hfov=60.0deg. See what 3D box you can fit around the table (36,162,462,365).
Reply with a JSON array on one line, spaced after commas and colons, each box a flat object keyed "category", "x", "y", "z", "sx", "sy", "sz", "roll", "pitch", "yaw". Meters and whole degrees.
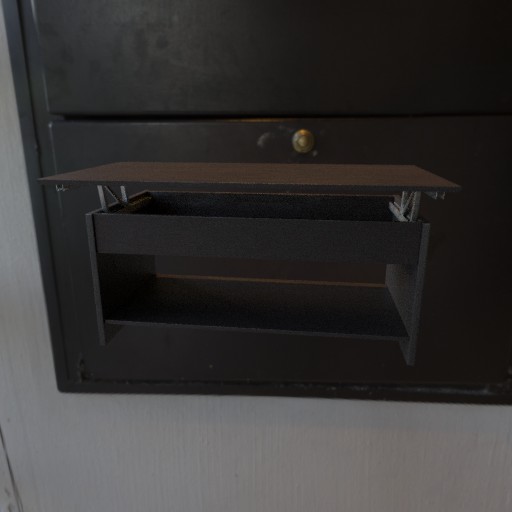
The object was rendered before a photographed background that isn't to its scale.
[{"category": "table", "x": 0.000, "y": 0.000, "z": 1.449, "sx": 1.000, "sy": 0.570, "sz": 0.712, "roll": 2, "pitch": 17, "yaw": 7}]
